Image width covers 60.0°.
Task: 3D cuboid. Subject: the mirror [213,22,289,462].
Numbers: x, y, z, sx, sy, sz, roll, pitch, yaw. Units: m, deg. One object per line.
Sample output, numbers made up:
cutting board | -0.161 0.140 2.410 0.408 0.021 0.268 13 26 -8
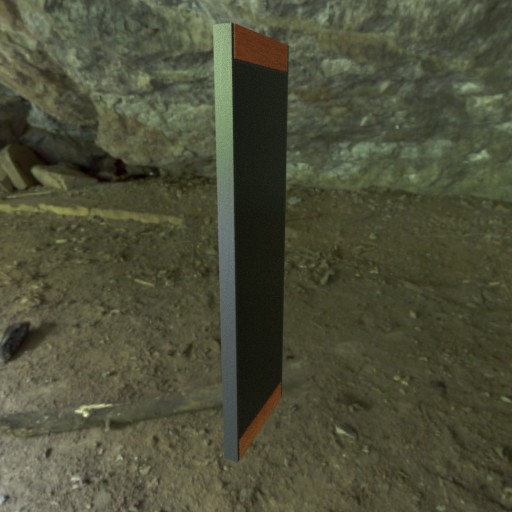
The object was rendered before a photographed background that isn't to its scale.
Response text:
mirror | 0.000 0.000 1.247 0.047 1.123 0.343 8 19 23
